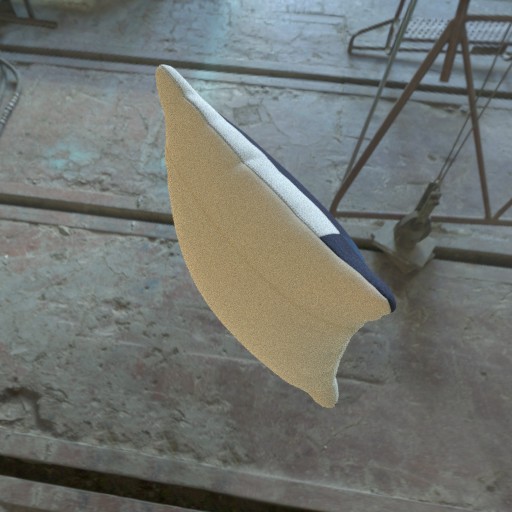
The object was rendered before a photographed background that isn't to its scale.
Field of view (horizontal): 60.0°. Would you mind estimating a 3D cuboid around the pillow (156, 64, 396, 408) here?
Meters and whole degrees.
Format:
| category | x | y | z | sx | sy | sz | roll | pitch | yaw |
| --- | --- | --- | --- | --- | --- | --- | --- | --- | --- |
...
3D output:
| category | x | y | z | sx | sy | sz | roll | pitch | yaw |
| --- | --- | --- | --- | --- | --- | --- | --- | --- | --- |
| pillow | 0.000 | 0.000 | 0.804 | 0.229 | 0.506 | 0.536 | -33 | 65 | -17 |
